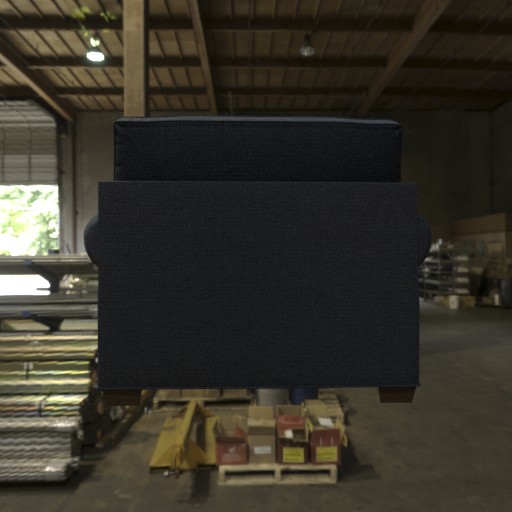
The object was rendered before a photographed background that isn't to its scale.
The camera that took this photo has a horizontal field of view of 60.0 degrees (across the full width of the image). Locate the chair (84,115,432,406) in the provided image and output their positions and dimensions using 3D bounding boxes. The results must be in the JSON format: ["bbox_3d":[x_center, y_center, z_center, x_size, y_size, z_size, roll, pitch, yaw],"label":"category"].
[{"bbox_3d":[0.000,0.000,2.009,1.285,1.044,0.963,0,0,-2],"label":"chair"}]
